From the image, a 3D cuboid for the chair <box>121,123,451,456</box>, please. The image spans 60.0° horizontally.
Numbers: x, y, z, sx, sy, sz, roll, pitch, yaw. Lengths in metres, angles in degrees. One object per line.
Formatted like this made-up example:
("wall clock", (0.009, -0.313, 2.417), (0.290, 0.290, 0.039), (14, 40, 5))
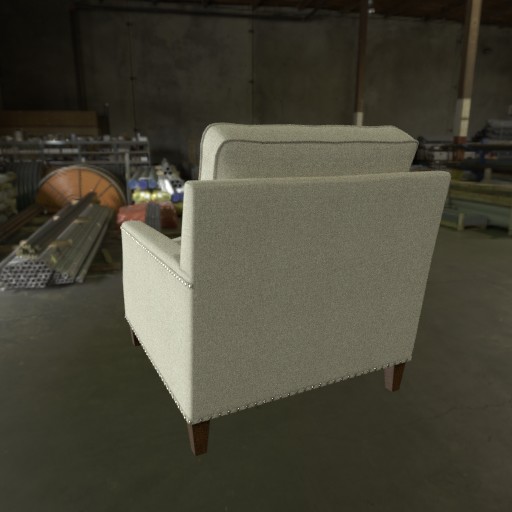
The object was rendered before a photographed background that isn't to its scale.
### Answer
("chair", (0.000, 0.000, 1.695), (0.853, 0.943, 1.014), (-7, 16, -26))
